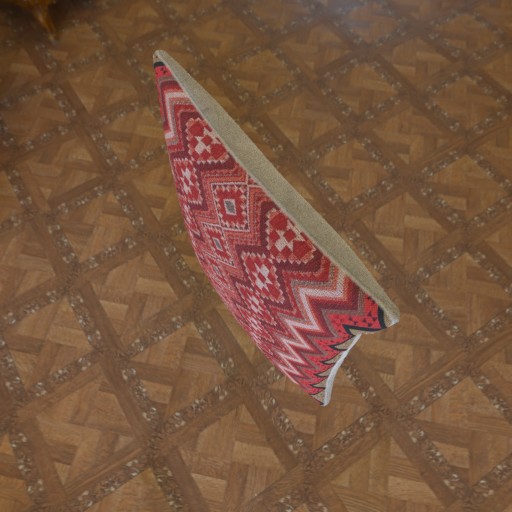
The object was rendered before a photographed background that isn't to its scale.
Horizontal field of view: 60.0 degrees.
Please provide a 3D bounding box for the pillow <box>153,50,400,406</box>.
[{"bbox_3d":[0.000,0.000,0.774,0.158,0.511,0.513,-31,66,-16],"label":"pillow"}]
